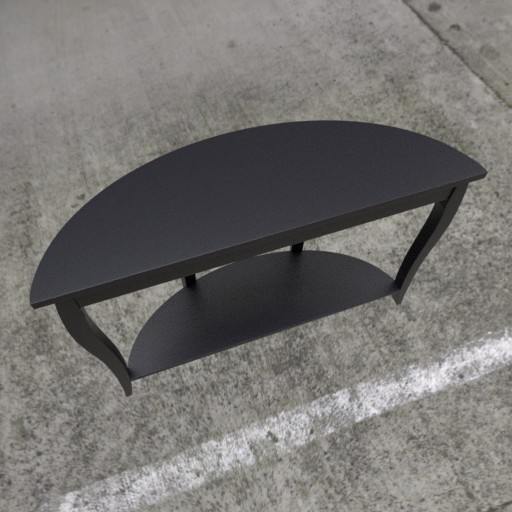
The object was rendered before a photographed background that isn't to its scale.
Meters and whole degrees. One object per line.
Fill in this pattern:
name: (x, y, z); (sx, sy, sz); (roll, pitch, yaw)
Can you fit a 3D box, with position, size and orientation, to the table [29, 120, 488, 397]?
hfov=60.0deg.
table: (0.000, 0.000, 1.537); (1.219, 0.780, 0.394); (-17, 58, -11)
